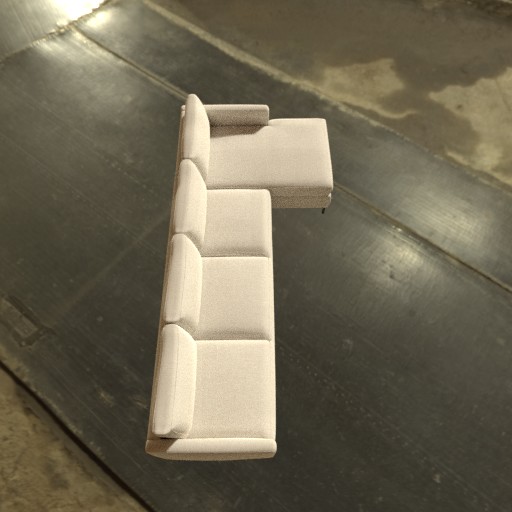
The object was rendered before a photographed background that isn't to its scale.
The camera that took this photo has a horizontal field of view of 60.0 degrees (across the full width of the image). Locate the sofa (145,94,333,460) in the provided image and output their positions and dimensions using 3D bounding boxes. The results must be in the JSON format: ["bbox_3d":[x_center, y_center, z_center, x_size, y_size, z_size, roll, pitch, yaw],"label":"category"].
[{"bbox_3d":[0.000,0.000,2.921,1.126,0.677,2.445,0,62,0],"label":"sofa"}]
